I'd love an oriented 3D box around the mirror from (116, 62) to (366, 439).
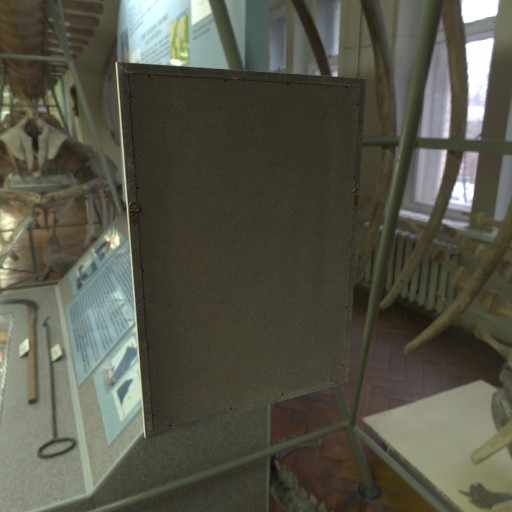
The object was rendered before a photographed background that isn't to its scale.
[{"bbox_3d":[0.000,0.000,1.285,0.705,0.996,0.025,-7,17,-25],"label":"mirror"}]
